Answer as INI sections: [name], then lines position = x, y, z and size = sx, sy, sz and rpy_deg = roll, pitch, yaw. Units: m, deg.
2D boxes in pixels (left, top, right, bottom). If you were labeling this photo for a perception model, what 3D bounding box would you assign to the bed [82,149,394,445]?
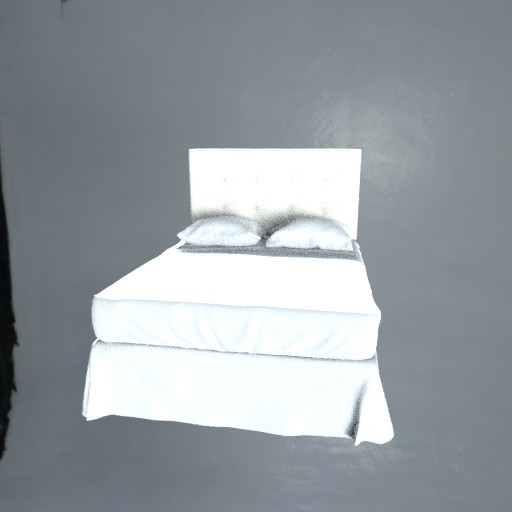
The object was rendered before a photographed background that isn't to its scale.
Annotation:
[bed]
position = 0.000, 0.000, 3.385
size = 1.936, 1.577, 2.222
rpy_deg = 2, 14, 9
